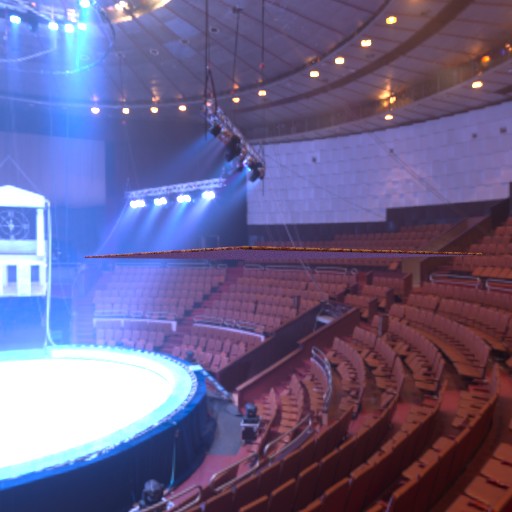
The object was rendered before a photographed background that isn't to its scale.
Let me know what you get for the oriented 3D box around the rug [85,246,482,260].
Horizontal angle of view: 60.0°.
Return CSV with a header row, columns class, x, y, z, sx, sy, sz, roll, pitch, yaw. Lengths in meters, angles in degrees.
class,x,y,z,sx,sy,sz,roll,pitch,yaw
rug,0.000,0.000,4.364,2.446,0.020,3.215,1,-2,-35
